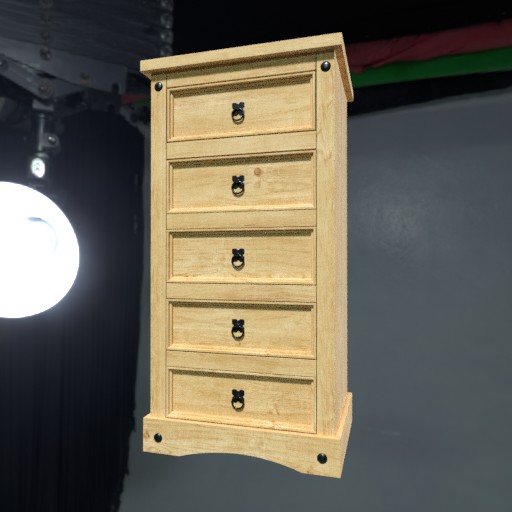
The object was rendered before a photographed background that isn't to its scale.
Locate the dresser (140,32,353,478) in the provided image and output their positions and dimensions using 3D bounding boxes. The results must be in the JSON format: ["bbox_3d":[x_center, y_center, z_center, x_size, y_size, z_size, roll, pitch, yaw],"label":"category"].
[{"bbox_3d":[0.000,0.000,1.293,0.531,1.041,0.390,0,0,16],"label":"dresser"}]
